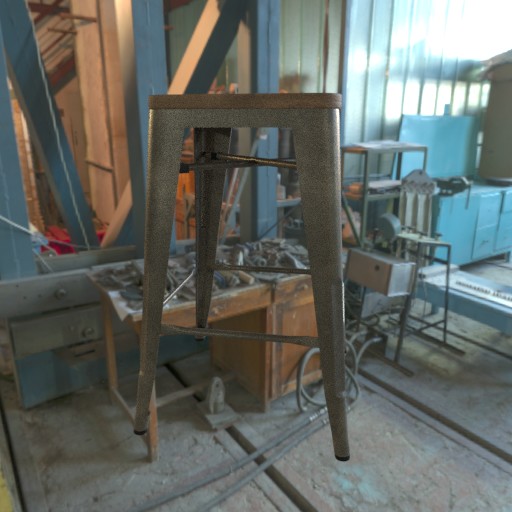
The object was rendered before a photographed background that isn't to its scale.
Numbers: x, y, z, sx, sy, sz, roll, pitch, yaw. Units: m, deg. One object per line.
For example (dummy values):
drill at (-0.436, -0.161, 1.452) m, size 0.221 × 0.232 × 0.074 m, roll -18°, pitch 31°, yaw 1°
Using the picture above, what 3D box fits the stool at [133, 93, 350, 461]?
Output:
stool at (0.000, 0.000, 0.909) m, size 0.407 × 0.607 × 0.407 m, roll 3°, pitch 17°, yaw 10°
